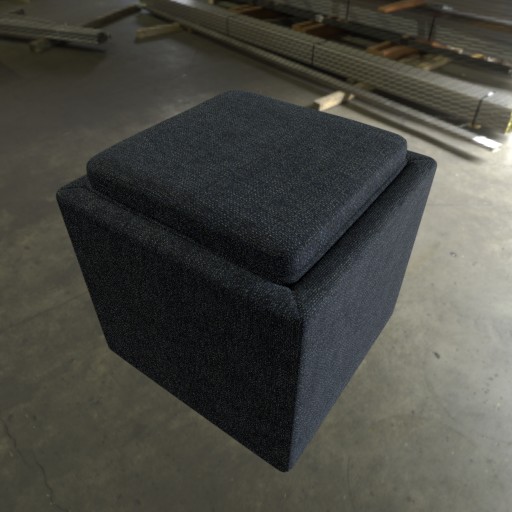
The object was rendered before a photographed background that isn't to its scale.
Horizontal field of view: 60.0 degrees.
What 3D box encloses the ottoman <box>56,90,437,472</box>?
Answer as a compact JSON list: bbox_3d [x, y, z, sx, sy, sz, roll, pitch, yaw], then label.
[{"bbox_3d":[0.000,0.000,0.822,0.450,0.460,0.450,25,47,26],"label":"ottoman"}]
